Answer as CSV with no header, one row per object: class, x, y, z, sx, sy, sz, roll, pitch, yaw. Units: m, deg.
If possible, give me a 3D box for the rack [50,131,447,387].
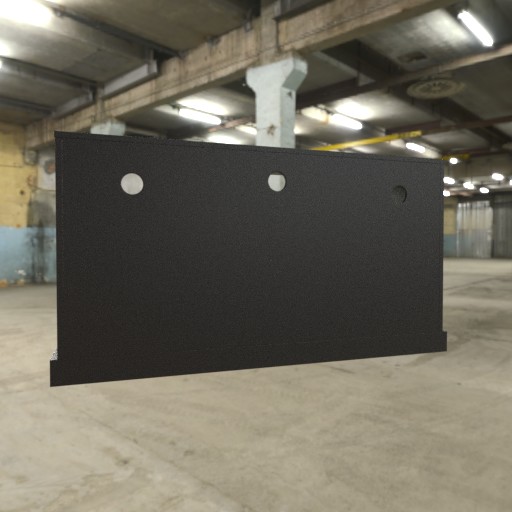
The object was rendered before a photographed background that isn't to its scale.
rack,0.000,0.000,1.471,1.206,0.635,0.399,0,1,-18
